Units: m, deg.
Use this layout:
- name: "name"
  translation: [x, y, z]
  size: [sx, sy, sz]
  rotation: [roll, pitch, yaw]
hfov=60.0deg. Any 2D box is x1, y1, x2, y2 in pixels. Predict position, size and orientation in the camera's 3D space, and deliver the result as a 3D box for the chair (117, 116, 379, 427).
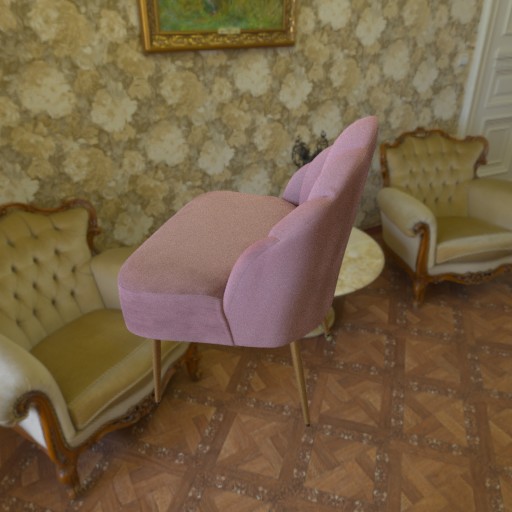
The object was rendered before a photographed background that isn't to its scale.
- name: "chair"
  translation: [0.000, 0.000, 1.295]
  size: [0.599, 0.819, 0.657]
  rotation: [8, 29, 14]
